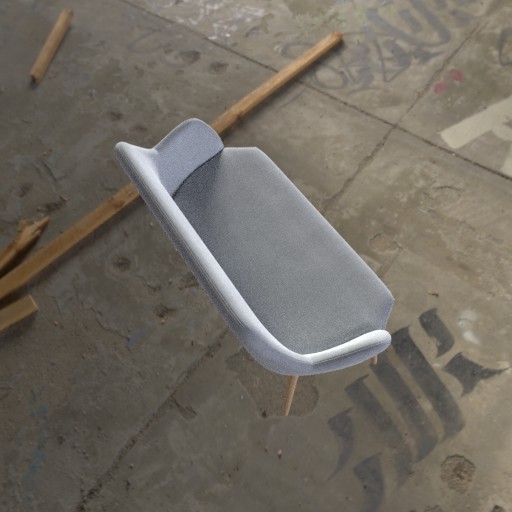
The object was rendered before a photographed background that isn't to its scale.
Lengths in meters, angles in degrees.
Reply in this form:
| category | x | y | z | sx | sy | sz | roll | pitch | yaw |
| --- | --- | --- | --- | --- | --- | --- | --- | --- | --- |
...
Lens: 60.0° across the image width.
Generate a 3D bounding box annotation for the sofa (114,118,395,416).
| category | x | y | z | sx | sy | sz | roll | pitch | yaw |
| --- | --- | --- | --- | --- | --- | --- | --- | --- | --- |
| sofa | 0.000 | 0.000 | 1.691 | 0.610 | 0.840 | 1.150 | -29 | 63 | -17 |
